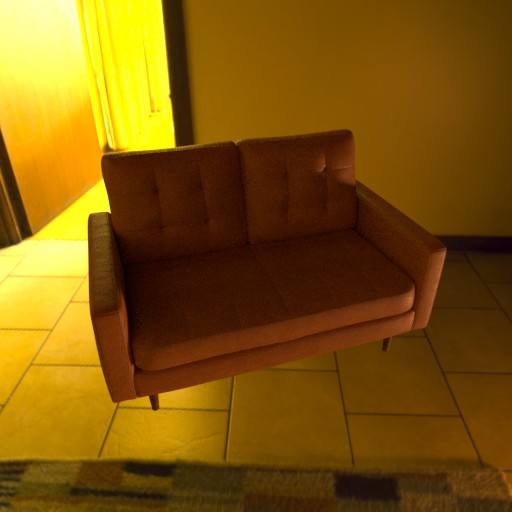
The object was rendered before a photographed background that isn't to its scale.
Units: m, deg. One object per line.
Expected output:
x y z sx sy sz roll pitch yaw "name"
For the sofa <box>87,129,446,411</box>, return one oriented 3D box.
0.000 0.000 2.021 1.430 0.898 0.868 -10 33 -15 "sofa"
